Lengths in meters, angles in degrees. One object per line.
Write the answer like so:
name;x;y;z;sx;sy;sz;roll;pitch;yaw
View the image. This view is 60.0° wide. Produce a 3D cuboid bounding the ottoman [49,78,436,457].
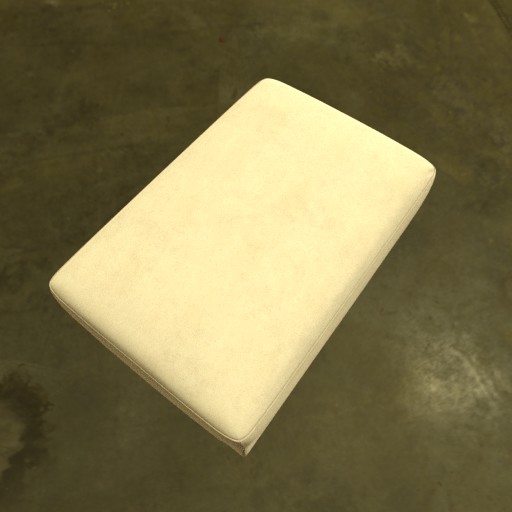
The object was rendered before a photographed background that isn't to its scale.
ottoman;0.000;0.000;1.224;0.584;0.483;0.864;34;68;16
